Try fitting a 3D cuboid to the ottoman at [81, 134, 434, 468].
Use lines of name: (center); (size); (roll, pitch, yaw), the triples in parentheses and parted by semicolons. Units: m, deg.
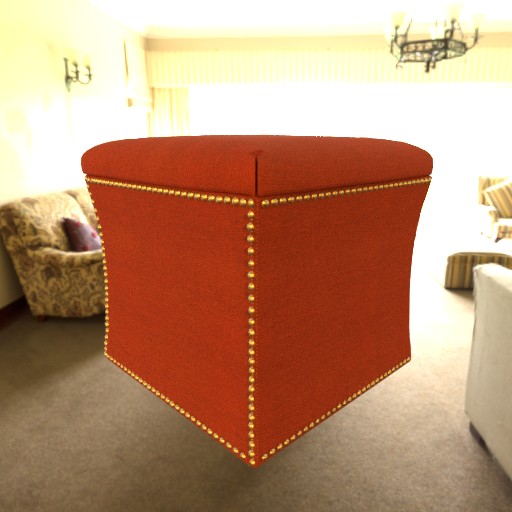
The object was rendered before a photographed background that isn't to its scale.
ottoman: (0.000, 0.000, 0.895); (0.497, 0.475, 0.507); (-14, 20, -42)
